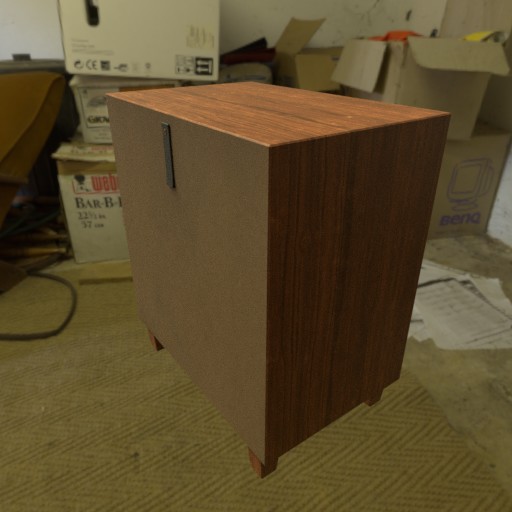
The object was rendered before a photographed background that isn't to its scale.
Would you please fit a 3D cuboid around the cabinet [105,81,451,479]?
[{"bbox_3d":[0.000,0.000,1.047,0.410,0.695,0.607,-19,33,-32],"label":"cabinet"}]
